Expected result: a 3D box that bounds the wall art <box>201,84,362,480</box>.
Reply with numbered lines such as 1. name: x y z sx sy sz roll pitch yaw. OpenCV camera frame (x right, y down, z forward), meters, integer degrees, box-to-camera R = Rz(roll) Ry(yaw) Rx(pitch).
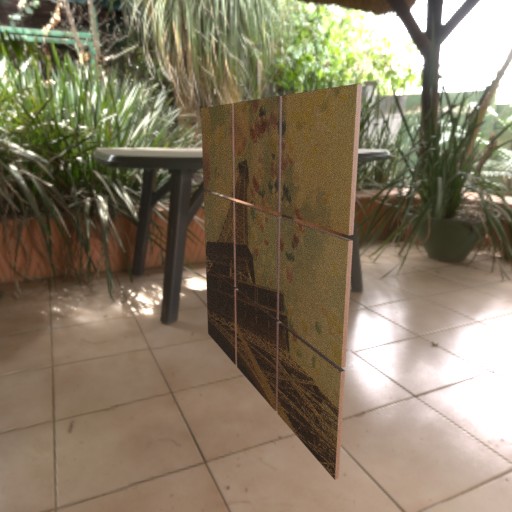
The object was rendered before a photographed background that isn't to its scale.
1. wall art: 0.000 0.000 1.871 0.017 1.246 1.256 -7 17 -25
